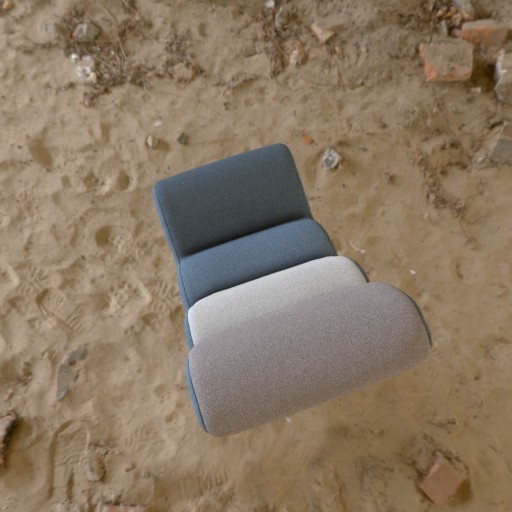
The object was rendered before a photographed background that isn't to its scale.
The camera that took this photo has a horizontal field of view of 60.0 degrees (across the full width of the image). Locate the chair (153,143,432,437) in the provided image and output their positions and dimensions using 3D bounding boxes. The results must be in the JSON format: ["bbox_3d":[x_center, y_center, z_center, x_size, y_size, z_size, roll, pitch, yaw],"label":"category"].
[{"bbox_3d":[0.000,0.000,1.052,0.420,0.641,0.661,-19,77,-5],"label":"chair"}]
